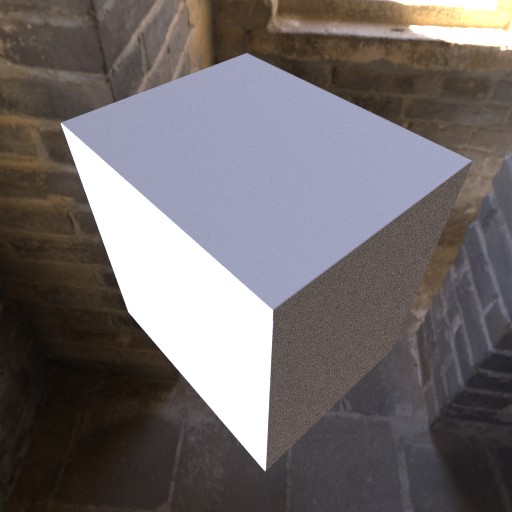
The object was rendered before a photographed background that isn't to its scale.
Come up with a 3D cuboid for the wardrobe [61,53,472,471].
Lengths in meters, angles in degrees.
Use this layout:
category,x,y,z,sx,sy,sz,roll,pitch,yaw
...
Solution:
category,x,y,z,sx,sy,sz,roll,pitch,yaw
wardrobe,0.000,0.000,0.871,0.400,0.520,0.500,-33,55,-27
